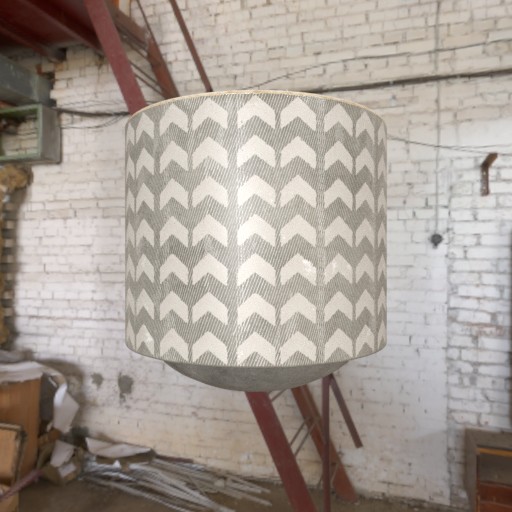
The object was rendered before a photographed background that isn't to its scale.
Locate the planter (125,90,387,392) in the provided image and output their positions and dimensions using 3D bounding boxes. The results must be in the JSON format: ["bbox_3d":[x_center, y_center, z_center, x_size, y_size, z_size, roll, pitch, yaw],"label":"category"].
[{"bbox_3d":[0.000,0.000,0.335,0.190,0.181,0.190,0,0,0],"label":"planter"}]
